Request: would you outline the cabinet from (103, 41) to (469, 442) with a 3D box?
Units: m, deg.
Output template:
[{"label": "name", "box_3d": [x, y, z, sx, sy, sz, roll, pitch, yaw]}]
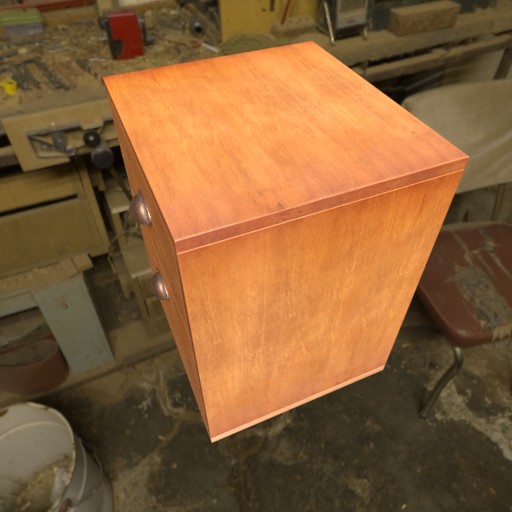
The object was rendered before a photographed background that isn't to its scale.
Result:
[{"label": "cabinet", "box_3d": [0.000, 0.000, 0.833, 0.401, 0.579, 0.409, -17, 49, -16]}]
